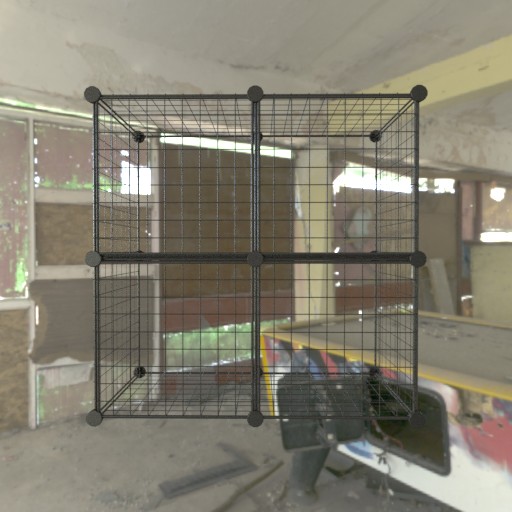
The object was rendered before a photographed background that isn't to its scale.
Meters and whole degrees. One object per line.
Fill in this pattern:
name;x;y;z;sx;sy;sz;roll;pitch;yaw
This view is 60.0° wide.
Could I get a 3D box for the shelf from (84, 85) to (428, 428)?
shelf;0.000;0.000;1.100;0.711;0.711;0.356;0;1;1
